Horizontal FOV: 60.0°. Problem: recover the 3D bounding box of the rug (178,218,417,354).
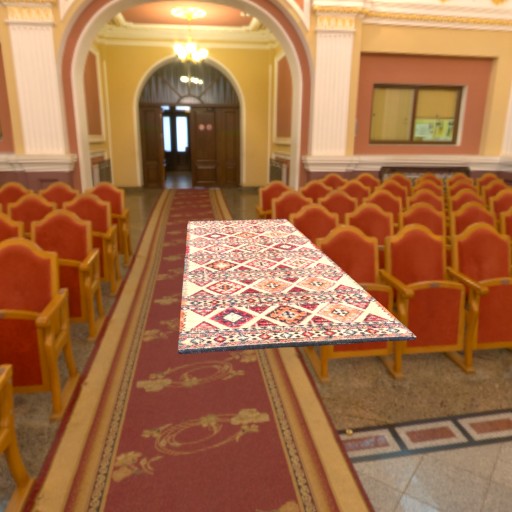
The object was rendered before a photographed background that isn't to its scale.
[{"bbox_3d":[0.000,0.000,2.622,0.832,0.008,2.362,-2,15,-7],"label":"rug"}]
